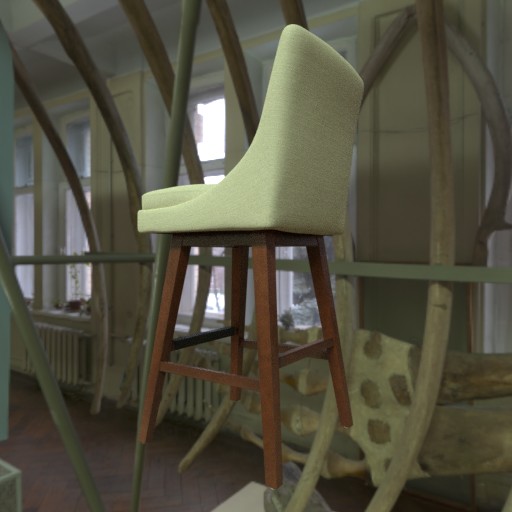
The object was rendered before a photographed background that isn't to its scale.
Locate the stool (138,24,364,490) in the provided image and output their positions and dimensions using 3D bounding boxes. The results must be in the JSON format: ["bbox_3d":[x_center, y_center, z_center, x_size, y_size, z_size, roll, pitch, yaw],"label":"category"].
[{"bbox_3d":[0.000,0.000,1.345,0.559,1.097,0.470,0,1,34],"label":"stool"}]
